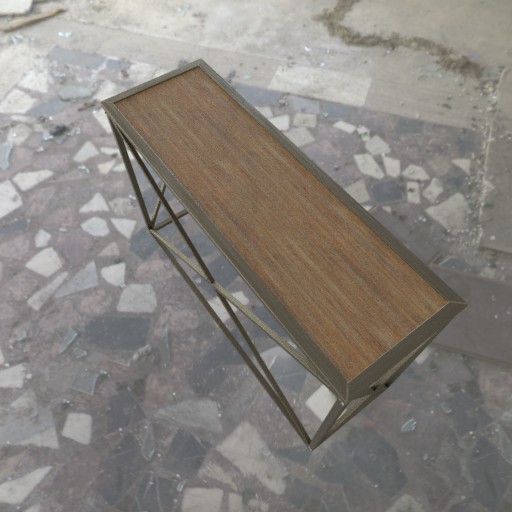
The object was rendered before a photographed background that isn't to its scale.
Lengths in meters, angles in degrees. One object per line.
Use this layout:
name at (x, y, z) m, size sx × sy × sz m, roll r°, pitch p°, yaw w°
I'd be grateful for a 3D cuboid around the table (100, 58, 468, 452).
table at (0.000, 0.000, 1.601) m, size 0.402 × 0.753 × 1.216 m, roll -32°, pitch 64°, yaw -18°
